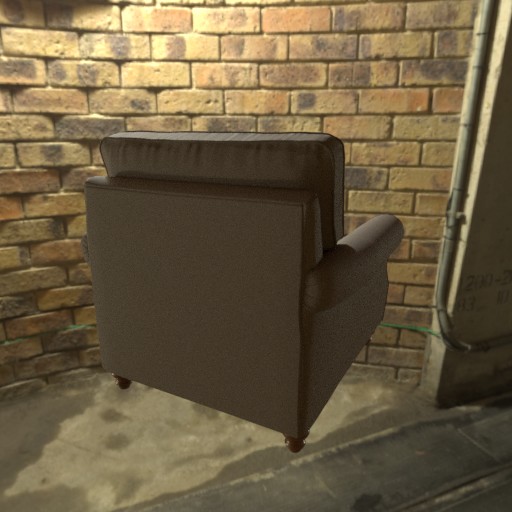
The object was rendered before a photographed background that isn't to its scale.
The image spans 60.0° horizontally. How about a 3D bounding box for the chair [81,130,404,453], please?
[{"bbox_3d":[0.000,0.000,1.770,1.029,0.967,0.966,9,19,27],"label":"chair"}]
